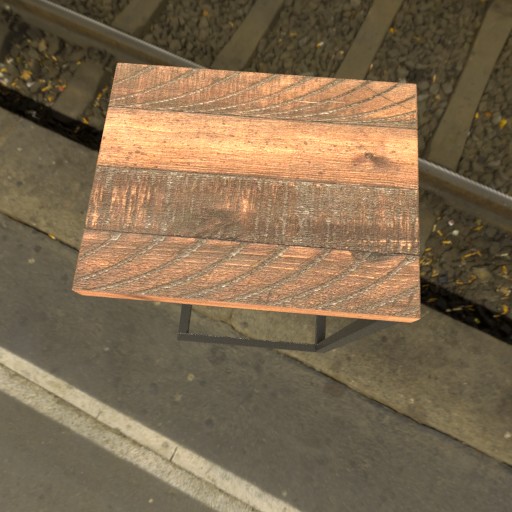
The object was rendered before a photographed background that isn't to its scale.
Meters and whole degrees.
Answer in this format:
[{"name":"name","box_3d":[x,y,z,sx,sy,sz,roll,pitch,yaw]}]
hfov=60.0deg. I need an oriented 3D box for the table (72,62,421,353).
[{"name":"table","box_3d":[0.000,0.000,0.910,0.414,0.718,0.323,5,74,1]}]
